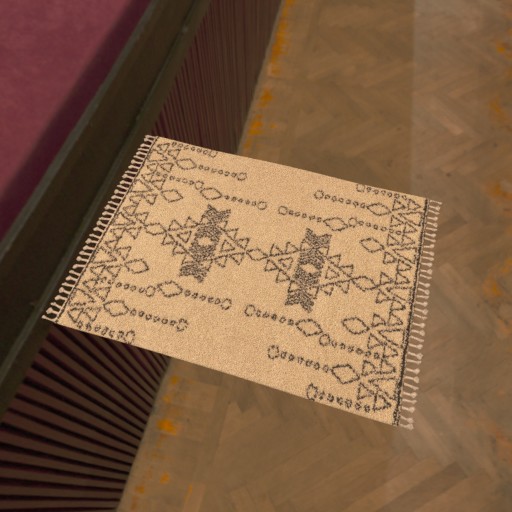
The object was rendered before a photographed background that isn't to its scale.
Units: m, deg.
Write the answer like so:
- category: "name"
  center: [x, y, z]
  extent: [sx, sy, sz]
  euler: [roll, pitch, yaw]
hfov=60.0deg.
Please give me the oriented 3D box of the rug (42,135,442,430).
- category: "rug"
  center: [0.000, 0.000, 3.896]
  extent: [3.027, 0.028, 2.125]
  euler: [15, 62, 8]
